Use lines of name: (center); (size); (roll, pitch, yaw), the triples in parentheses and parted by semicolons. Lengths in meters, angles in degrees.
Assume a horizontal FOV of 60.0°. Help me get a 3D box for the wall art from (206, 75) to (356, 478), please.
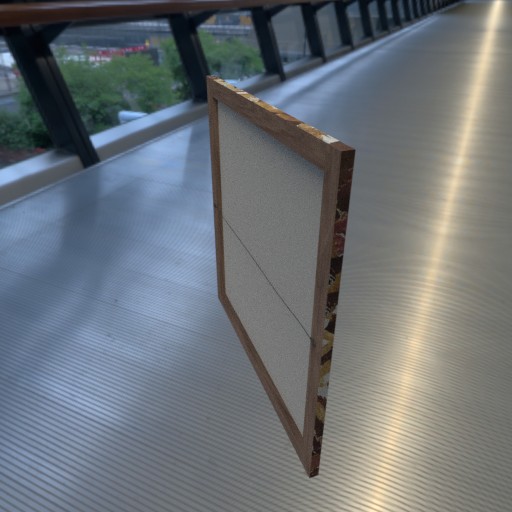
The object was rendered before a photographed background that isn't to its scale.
wall art: (0.000, 0.000, 1.133); (0.028, 0.762, 0.757); (-10, 32, -17)
